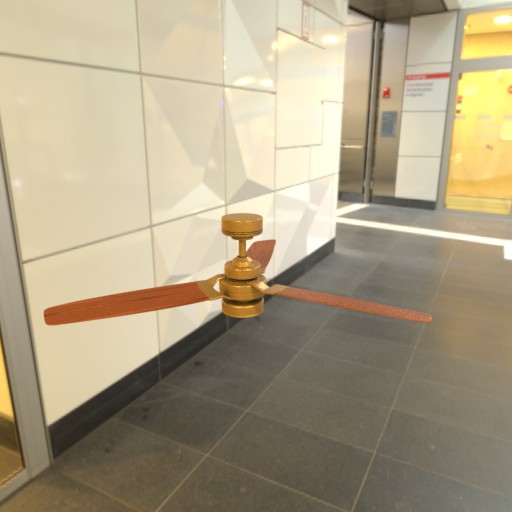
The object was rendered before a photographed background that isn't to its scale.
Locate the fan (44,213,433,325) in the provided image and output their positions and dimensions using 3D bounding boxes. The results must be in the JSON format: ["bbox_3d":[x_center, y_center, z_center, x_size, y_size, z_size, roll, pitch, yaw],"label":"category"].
[{"bbox_3d":[0.000,0.000,2.046,1.416,0.425,1.271,2,16,8],"label":"fan"}]
